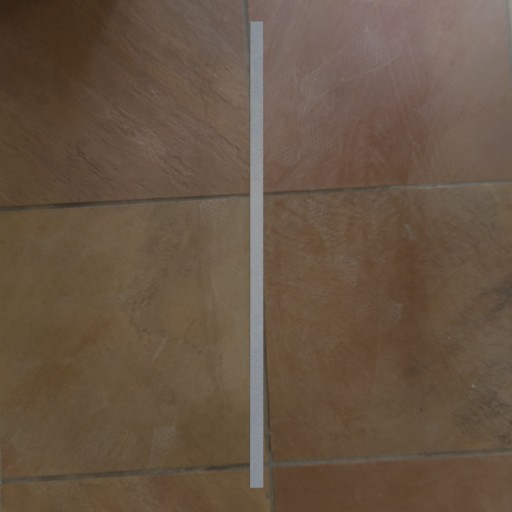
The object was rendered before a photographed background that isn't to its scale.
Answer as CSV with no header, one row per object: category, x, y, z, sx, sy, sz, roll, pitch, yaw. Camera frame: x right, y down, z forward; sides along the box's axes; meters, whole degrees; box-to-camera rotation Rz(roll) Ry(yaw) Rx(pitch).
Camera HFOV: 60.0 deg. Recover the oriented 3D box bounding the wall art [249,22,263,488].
wall art,0.000,0.000,1.190,0.027,0.610,0.932,0,88,0
